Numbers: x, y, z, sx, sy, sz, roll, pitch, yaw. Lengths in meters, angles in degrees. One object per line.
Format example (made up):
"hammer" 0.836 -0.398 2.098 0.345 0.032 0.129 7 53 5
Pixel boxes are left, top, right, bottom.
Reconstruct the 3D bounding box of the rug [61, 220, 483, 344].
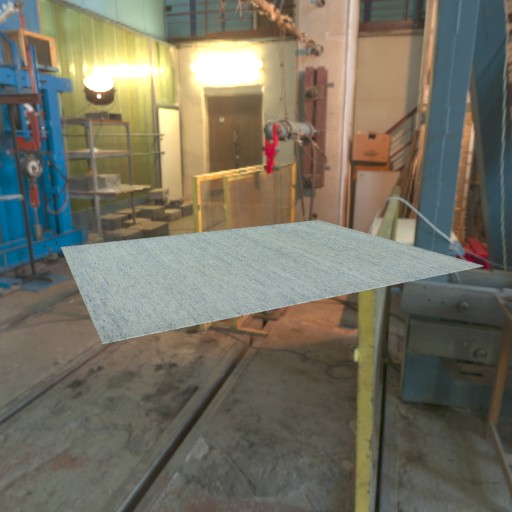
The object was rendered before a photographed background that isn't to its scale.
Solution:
"rug" 0.000 0.000 4.187 3.197 0.006 2.438 -8 17 -27
